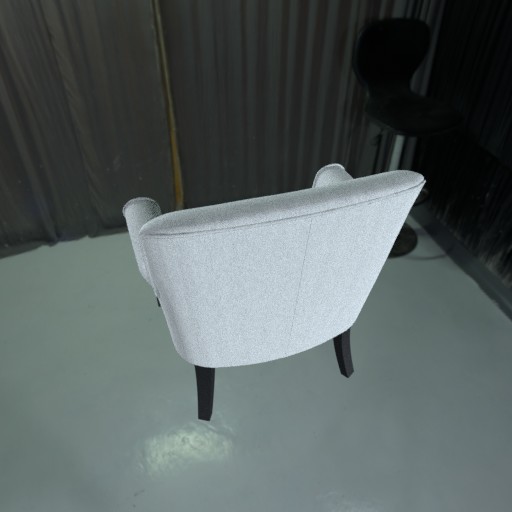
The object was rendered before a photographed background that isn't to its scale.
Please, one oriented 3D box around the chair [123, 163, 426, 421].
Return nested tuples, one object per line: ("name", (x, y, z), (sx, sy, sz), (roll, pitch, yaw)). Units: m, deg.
("chair", (0.000, 0.000, 1.488), (0.781, 0.875, 0.750), (-12, 42, -14))
